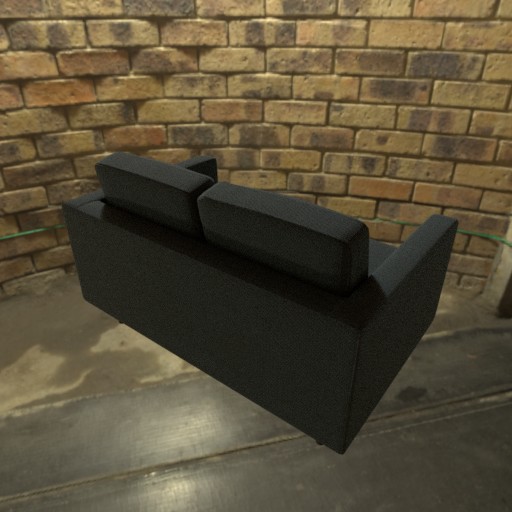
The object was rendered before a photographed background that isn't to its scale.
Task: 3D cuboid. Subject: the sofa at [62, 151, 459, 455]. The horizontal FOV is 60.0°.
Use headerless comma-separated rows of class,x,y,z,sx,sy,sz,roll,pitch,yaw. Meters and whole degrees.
sofa,0.000,0.000,2.112,1.518,0.930,0.999,21,36,32
